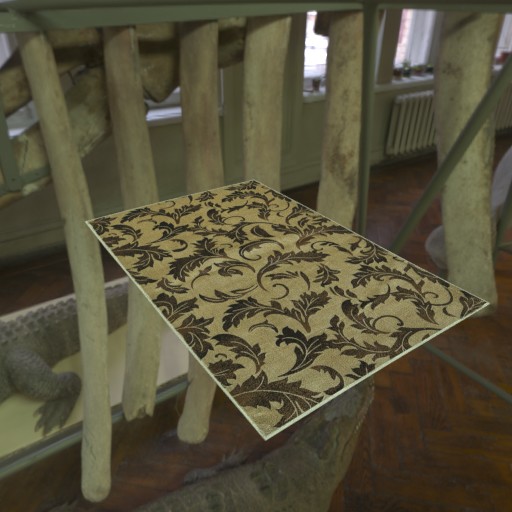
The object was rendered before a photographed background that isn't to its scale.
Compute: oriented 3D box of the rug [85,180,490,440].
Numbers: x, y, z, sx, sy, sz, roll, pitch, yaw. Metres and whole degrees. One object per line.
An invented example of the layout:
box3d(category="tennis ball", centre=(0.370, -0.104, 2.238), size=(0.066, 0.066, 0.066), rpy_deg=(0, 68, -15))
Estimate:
box3d(category="rug", centre=(0.000, 0.000, 2.847), size=(1.522, 0.008, 2.284), rpy_deg=(-19, 36, -29))
